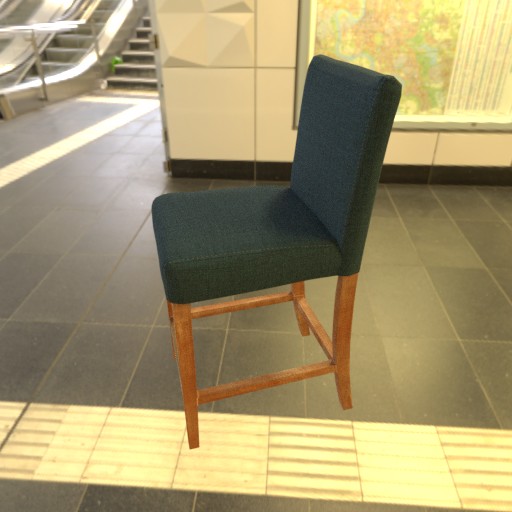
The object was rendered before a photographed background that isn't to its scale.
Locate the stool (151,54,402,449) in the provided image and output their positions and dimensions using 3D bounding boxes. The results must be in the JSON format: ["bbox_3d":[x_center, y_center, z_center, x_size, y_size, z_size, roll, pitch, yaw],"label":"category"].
[{"bbox_3d":[0.000,0.000,1.314,0.567,1.039,0.454,-8,32,-13],"label":"stool"}]
